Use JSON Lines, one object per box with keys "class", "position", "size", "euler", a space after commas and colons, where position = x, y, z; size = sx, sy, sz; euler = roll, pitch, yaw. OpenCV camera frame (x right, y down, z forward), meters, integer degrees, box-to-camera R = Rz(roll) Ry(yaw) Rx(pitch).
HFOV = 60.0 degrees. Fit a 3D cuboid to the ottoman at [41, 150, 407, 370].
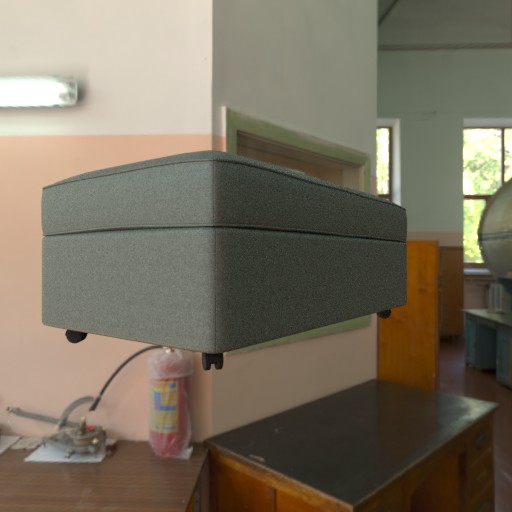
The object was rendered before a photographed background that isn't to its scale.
{"class": "ottoman", "position": [0.000, 0.000, 1.516], "size": [0.681, 0.494, 1.173], "euler": [0, 0, 37]}
